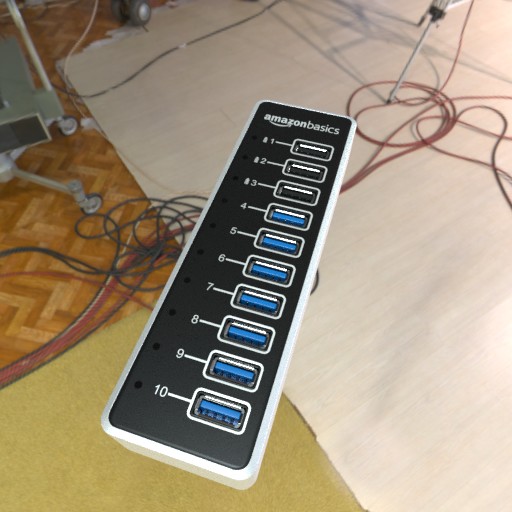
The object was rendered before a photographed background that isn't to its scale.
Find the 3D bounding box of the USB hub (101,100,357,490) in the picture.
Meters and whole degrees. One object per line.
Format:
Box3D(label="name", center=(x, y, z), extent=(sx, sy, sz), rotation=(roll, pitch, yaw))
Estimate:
Box3D(label="USB hub", center=(0.000, 0.000, 0.161), extent=(0.044, 0.023, 0.145), rotation=(15, 58, 10))
